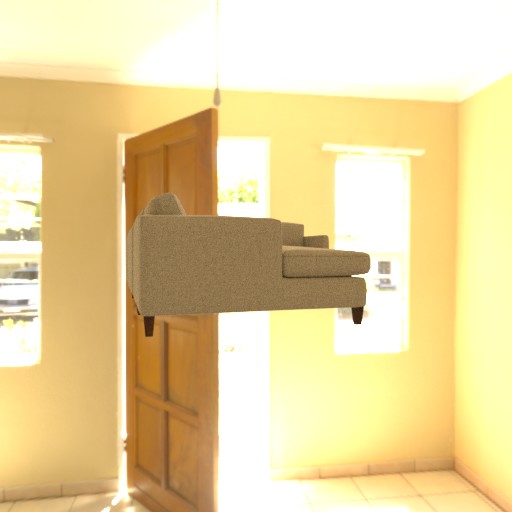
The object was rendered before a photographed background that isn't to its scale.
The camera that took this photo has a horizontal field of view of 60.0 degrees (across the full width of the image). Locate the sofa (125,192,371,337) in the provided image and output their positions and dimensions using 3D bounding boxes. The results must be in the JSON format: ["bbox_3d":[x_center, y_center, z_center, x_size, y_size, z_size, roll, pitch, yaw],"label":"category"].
[{"bbox_3d":[0.000,0.000,4.698,2.593,0.959,3.460,0,1,-18],"label":"sofa"}]
